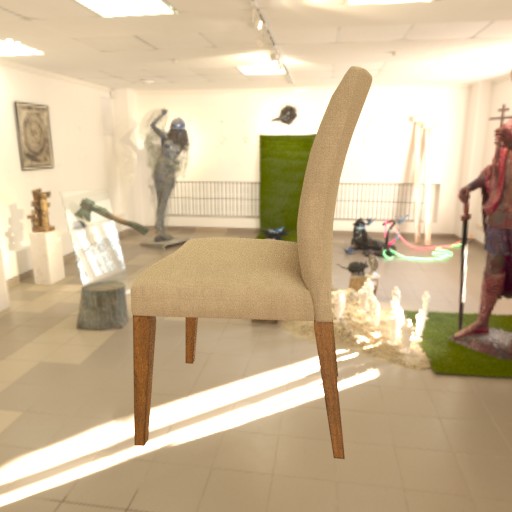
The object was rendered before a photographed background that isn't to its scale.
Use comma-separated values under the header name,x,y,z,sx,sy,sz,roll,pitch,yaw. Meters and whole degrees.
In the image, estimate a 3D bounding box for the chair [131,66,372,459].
name,x,y,z,sx,sy,sz,roll,pitch,yaw
chair,0.000,0.000,1.270,0.585,0.940,0.496,2,14,8
